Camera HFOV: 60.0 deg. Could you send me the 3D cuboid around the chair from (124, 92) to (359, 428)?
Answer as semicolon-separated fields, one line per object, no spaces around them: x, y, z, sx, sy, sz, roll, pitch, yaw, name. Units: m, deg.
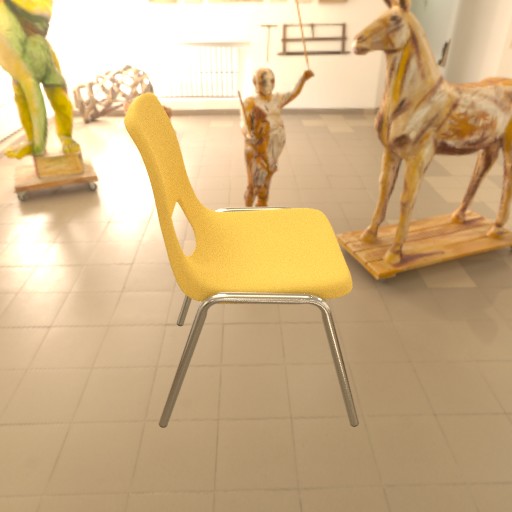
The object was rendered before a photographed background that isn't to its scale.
0.000;0.000;0.949;0.436;0.653;0.381;-1;31;-2;chair
